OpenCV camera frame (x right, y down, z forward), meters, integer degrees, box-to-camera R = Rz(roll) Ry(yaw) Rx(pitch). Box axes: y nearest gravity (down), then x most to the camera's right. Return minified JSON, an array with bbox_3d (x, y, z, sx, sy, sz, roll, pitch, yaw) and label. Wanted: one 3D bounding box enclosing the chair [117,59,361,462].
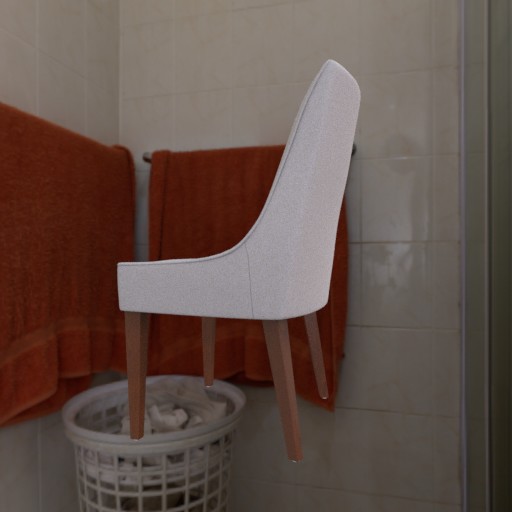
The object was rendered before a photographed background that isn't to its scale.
[{"bbox_3d":[0.000,0.000,1.188,0.544,0.861,0.529,0,0,17],"label":"chair"}]
